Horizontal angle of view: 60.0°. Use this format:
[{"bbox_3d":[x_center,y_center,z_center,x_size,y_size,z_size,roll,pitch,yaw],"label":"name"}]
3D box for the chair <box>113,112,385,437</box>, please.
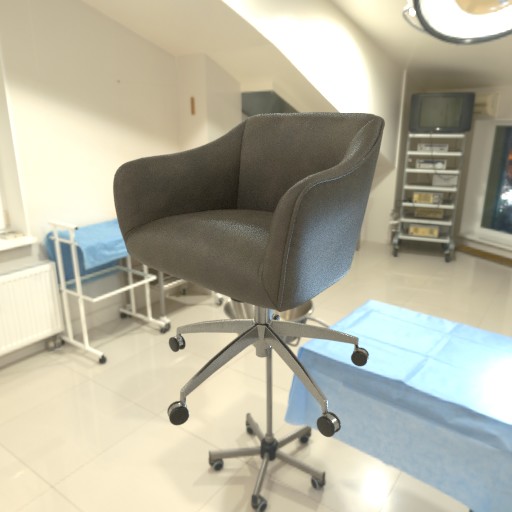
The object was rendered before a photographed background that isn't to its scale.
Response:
[{"bbox_3d":[0.000,0.000,1.330,0.713,0.827,0.689,15,23,40],"label":"chair"}]
